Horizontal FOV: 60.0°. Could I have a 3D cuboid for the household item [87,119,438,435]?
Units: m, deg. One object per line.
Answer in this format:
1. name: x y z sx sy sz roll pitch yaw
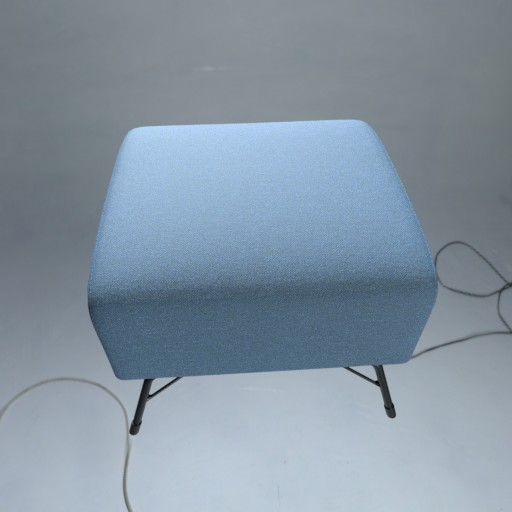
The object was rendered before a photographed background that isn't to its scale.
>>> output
1. household item: 0.000 0.000 0.901 0.530 0.420 0.530 -3 47 -3
